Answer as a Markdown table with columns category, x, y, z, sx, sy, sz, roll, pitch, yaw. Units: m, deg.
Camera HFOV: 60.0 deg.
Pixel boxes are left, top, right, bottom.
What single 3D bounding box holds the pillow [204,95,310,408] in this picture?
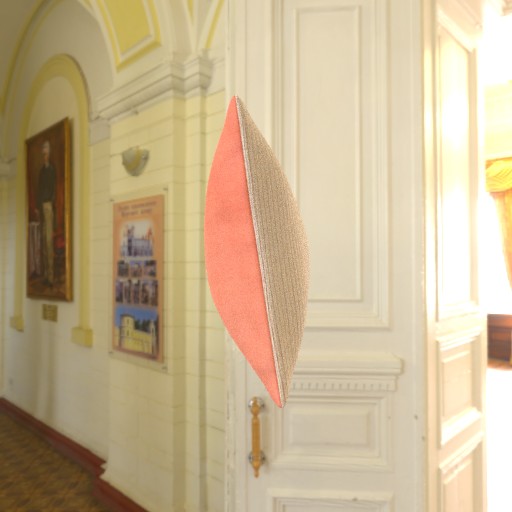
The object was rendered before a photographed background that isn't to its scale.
| category | x | y | z | sx | sy | sz | roll | pitch | yaw |
| --- | --- | --- | --- | --- | --- | --- | --- | --- | --- |
| pillow | 0.000 | 0.000 | 0.735 | 0.155 | 0.307 | 0.608 | 0 | -1 | -1 |
